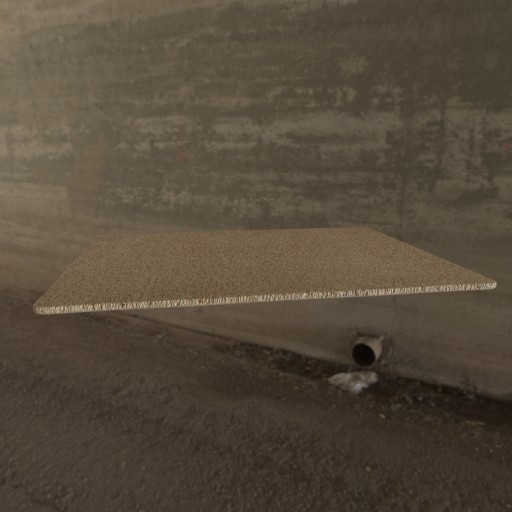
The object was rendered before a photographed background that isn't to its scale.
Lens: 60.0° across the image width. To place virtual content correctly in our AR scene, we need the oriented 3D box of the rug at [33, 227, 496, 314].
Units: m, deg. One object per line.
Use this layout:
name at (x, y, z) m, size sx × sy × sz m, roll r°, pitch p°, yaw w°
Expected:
rug at (0.000, 0.000, 2.056) m, size 1.600 × 0.025 × 1.199 m, roll -2°, pitch 14°, yaw -9°
